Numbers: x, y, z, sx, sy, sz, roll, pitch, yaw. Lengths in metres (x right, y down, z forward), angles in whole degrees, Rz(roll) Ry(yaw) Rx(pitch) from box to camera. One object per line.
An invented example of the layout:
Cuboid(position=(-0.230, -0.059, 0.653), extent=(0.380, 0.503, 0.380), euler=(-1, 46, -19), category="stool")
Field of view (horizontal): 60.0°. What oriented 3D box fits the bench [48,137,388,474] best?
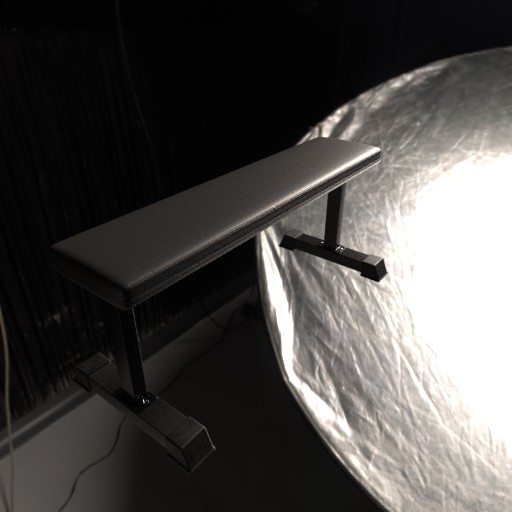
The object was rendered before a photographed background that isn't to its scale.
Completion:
Cuboid(position=(0.000, 0.000, 1.286), extent=(0.439, 0.453, 1.072), euler=(21, 36, 32), category="bench")
